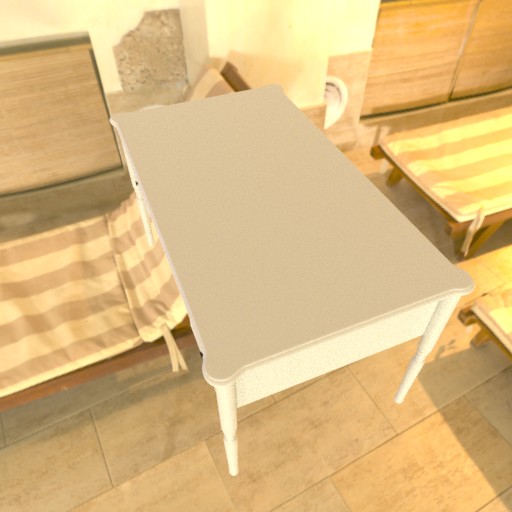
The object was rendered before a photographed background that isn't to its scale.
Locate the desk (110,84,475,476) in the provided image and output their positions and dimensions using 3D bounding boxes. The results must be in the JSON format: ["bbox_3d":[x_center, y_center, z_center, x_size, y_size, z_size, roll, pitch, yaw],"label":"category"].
[{"bbox_3d":[0.000,0.000,1.841,0.807,0.762,1.380,-17,49,-15],"label":"desk"}]
